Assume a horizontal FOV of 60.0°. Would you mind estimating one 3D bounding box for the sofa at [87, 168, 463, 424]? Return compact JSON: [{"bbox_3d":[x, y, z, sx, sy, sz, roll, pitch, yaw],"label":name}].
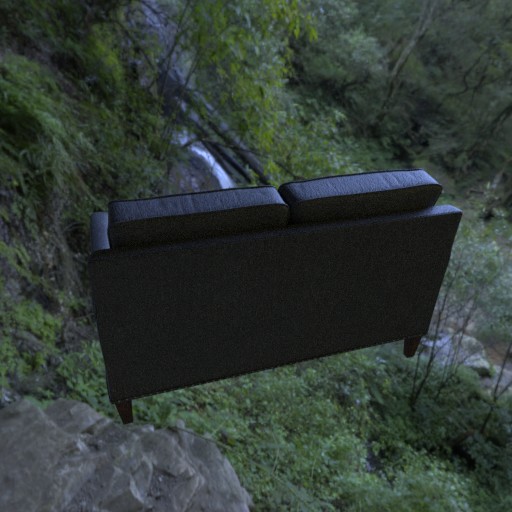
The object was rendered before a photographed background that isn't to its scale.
[{"bbox_3d":[0.000,0.000,2.264,1.597,1.003,1.084,-8,29,-16],"label":"sofa"}]
